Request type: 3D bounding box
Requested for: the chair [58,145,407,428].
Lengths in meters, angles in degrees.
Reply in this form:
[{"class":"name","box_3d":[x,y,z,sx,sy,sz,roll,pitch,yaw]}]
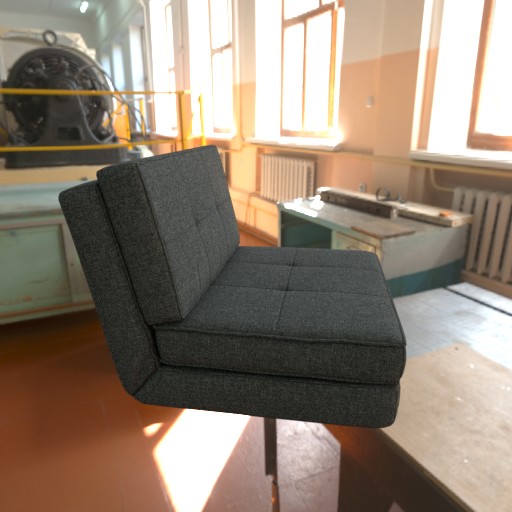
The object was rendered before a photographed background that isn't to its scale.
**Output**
[{"class":"chair","box_3d":[0.000,0.000,1.337,0.800,0.615,0.740,3,17,9]}]
